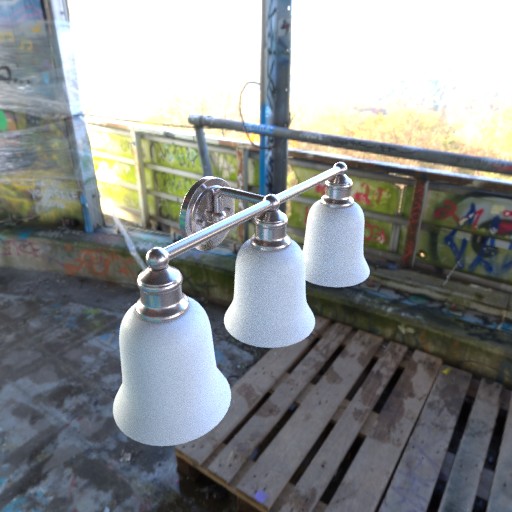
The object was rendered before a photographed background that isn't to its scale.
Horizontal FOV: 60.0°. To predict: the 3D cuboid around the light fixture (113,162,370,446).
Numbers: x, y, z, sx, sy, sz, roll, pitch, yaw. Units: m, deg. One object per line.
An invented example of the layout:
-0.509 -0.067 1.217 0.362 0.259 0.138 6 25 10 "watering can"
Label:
0.000 0.000 0.676 0.198 0.211 0.570 18 32 32 "light fixture"
